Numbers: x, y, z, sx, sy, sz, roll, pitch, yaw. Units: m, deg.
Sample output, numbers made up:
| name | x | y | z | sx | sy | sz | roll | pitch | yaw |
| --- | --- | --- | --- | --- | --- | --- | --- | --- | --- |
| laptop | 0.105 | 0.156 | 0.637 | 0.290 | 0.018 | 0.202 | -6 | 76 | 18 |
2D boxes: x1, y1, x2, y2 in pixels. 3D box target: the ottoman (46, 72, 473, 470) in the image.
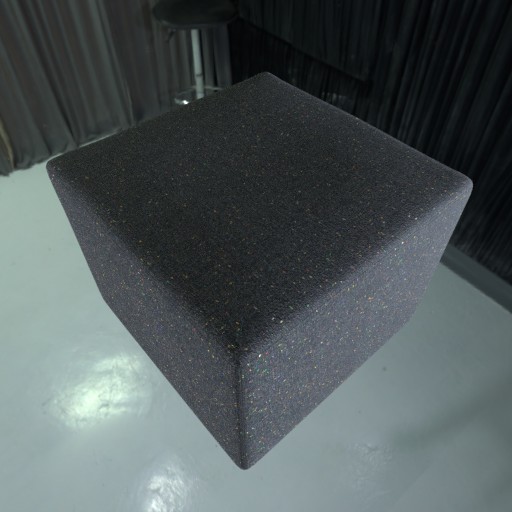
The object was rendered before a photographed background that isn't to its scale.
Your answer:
| name | x | y | z | sx | sy | sz | roll | pitch | yaw |
| --- | --- | --- | --- | --- | --- | --- | --- | --- | --- |
| ottoman | 0.000 | 0.000 | 0.854 | 0.508 | 0.432 | 0.508 | -33 | 56 | -26 |
